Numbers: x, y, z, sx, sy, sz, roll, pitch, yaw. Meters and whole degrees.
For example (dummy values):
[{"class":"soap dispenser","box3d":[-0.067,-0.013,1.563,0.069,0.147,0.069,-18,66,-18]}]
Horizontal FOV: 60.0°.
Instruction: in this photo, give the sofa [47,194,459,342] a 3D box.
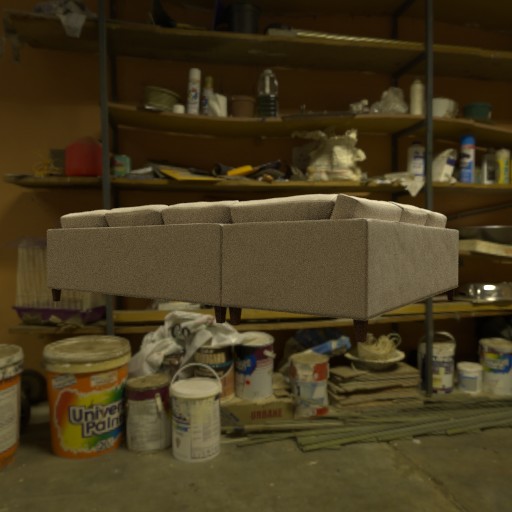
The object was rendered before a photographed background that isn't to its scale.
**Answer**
[{"class":"sofa","box3d":[0.000,0.000,4.285,3.182,0.863,2.432,1,2,35]}]
